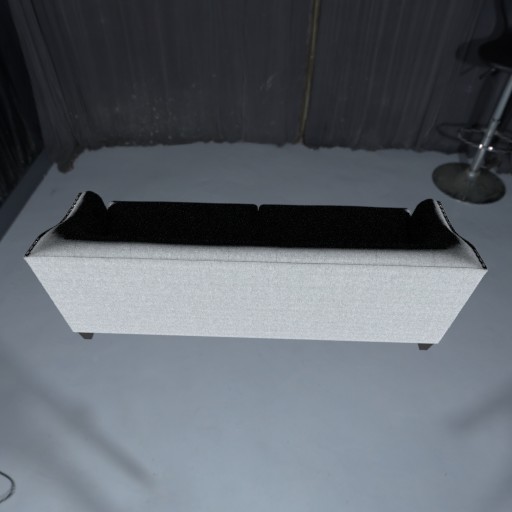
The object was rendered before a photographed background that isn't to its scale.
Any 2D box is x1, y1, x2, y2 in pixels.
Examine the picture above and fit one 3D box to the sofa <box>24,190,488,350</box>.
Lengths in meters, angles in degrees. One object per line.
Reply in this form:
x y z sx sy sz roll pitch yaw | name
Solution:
0.000 0.000 2.717 2.235 0.901 0.914 2 45 2 | sofa
